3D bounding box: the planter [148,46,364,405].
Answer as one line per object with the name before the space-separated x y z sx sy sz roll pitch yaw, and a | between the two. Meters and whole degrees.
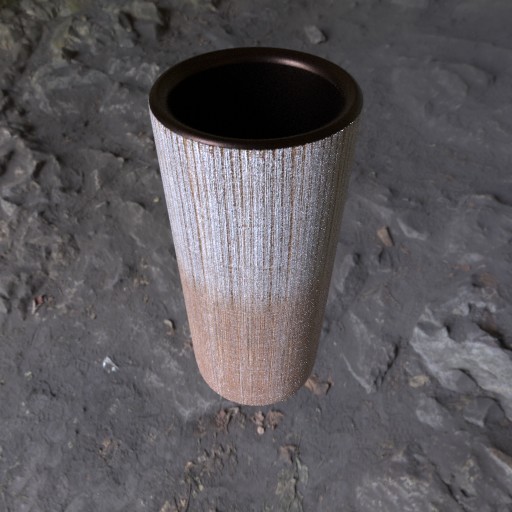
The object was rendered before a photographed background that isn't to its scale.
planter | 0.000 0.000 0.288 0.100 0.227 0.100 16 48 15
